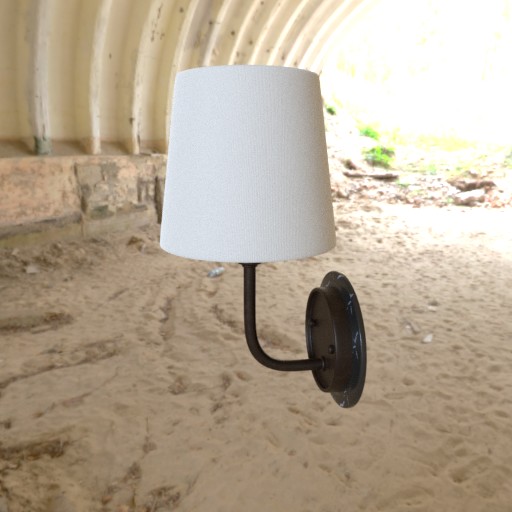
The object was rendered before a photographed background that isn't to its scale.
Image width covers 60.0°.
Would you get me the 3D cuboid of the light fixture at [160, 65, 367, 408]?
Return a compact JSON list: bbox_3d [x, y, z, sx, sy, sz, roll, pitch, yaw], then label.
[{"bbox_3d":[0.000,0.000,0.446,0.188,0.337,0.168,-2,14,-9],"label":"light fixture"}]
